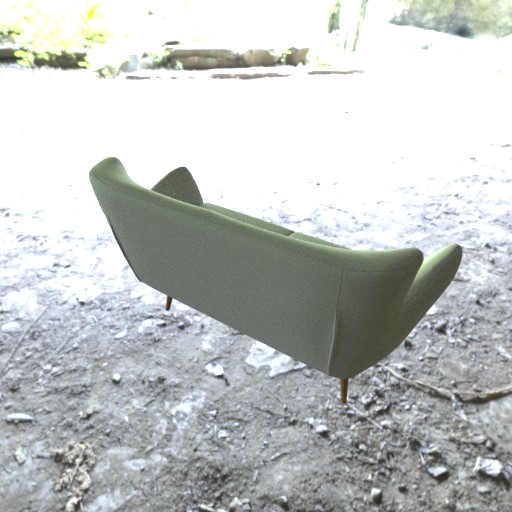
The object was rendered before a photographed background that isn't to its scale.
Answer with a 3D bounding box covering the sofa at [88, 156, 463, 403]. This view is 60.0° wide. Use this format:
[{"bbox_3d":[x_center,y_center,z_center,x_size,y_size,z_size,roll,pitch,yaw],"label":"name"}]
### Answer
[{"bbox_3d":[0.000,0.000,2.448,1.930,0.890,0.899,21,37,30],"label":"sofa"}]
